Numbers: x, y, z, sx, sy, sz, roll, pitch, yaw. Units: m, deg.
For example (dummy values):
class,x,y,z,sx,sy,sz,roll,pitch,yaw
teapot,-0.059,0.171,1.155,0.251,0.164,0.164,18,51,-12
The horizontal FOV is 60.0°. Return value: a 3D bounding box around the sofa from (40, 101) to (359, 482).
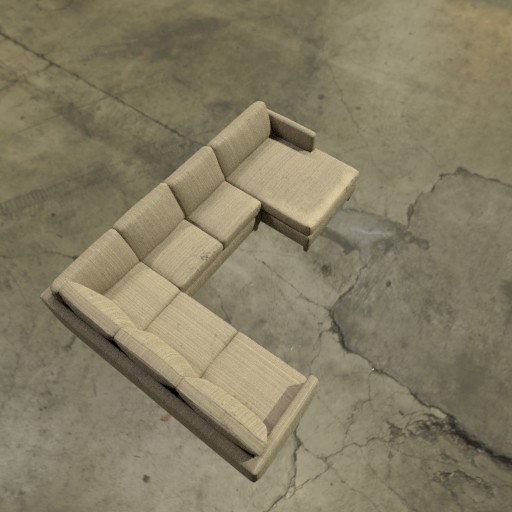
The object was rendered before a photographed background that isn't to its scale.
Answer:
class,x,y,z,sx,sy,sz,roll,pitch,yaw
sofa,0.000,0.000,4.702,2.594,0.961,3.460,32,63,19
